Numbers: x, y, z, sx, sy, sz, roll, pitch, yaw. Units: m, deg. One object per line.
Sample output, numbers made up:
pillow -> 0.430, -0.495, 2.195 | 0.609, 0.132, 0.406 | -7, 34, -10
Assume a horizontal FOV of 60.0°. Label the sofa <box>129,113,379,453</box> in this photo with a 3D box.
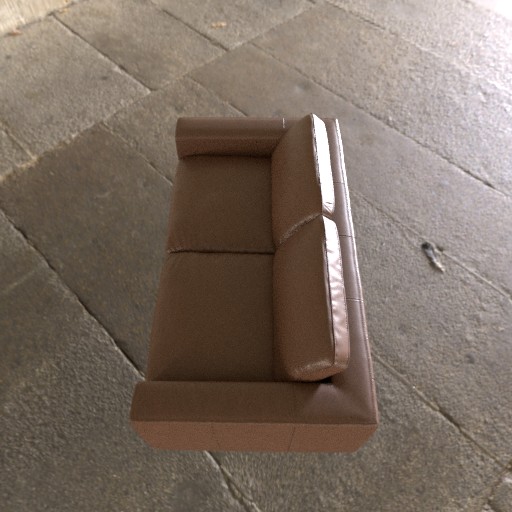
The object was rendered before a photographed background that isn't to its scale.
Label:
sofa -> 0.000, 0.000, 2.481 | 1.070, 0.800, 1.920 | 0, 57, 0
